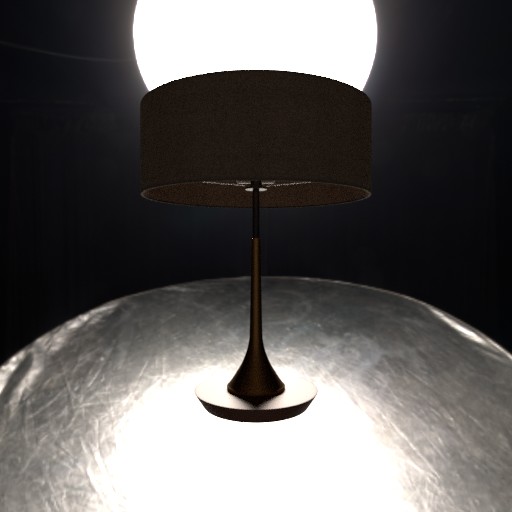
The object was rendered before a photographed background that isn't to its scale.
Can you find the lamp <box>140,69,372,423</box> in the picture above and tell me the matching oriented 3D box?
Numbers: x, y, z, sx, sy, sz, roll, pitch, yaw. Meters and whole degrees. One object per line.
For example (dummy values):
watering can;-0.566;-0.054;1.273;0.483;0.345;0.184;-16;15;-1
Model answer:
lamp;0.000;0.000;0.825;0.417;0.551;0.396;0;0;-1
